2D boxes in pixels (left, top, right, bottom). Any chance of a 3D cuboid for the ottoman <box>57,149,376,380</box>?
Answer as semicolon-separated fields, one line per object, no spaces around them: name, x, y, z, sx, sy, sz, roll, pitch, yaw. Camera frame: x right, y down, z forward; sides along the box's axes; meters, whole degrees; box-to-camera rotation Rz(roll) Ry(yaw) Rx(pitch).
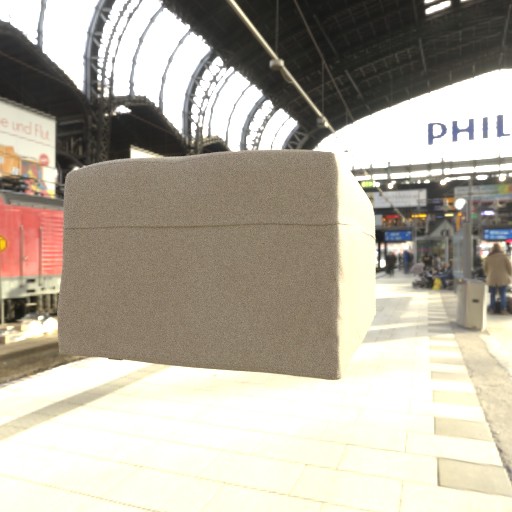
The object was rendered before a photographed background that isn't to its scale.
ottoman;0.000;0.000;1.208;0.590;0.444;0.872;0;0;19
